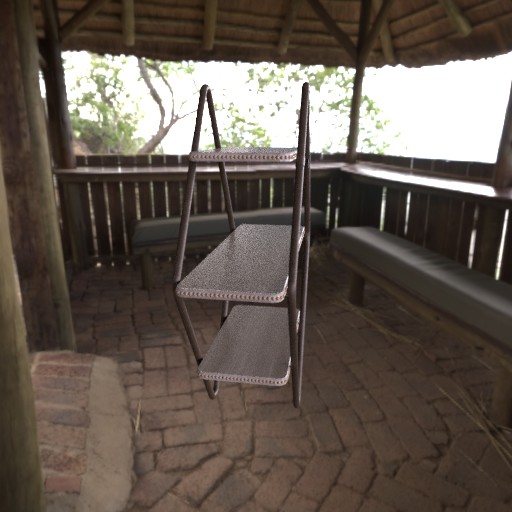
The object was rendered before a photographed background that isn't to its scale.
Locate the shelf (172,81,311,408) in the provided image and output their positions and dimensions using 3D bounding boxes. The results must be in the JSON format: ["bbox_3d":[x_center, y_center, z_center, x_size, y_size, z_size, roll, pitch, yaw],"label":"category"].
[{"bbox_3d":[0.000,0.000,1.059,0.234,0.774,0.609,3,15,9],"label":"shelf"}]
